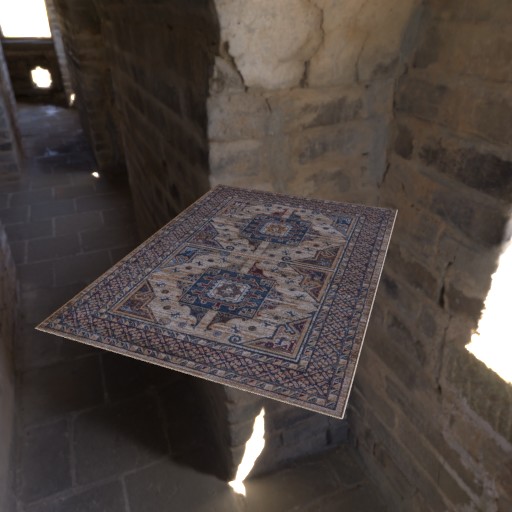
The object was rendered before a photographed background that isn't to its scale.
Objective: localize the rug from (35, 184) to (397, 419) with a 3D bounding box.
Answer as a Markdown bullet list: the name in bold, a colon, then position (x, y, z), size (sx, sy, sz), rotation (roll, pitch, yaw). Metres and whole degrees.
- **rug**: position (0.000, 0.000, 2.954), size (1.611, 0.008, 2.227), rotation (11, 32, 18)
